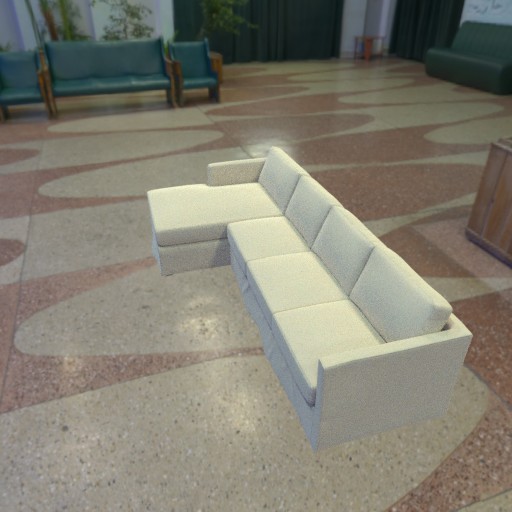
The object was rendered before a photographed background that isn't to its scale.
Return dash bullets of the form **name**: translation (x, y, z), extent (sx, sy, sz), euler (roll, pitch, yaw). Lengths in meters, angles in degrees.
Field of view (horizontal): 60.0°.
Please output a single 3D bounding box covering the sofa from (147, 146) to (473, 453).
- **sofa**: translation (0.000, 0.000, 3.753), extent (1.650, 0.922, 3.205), euler (-9, 33, -14)
